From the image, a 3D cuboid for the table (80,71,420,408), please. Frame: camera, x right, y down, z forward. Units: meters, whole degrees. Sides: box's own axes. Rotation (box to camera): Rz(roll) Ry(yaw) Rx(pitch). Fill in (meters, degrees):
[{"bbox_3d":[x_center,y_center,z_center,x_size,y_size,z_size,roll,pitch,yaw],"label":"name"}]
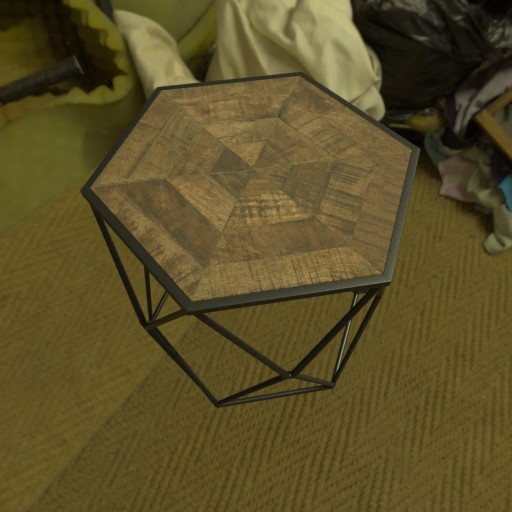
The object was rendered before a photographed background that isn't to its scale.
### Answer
[{"bbox_3d":[0.000,0.000,1.005,0.579,0.564,0.578,17,59,10],"label":"table"}]
